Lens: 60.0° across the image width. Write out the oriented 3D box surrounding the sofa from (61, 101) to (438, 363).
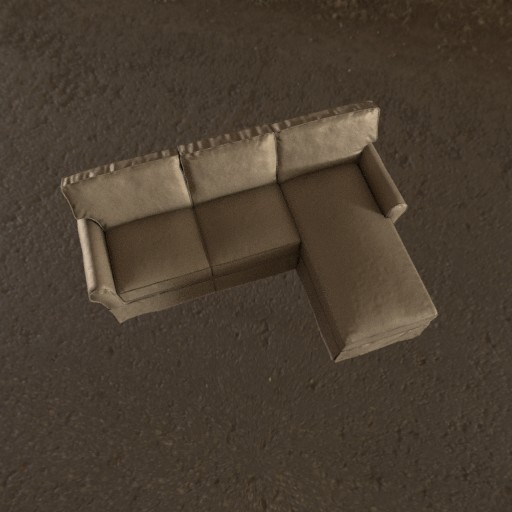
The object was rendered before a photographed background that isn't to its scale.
[{"bbox_3d":[0.000,0.000,3.342,2.475,0.978,1.733,-16,66,-7],"label":"sofa"}]
